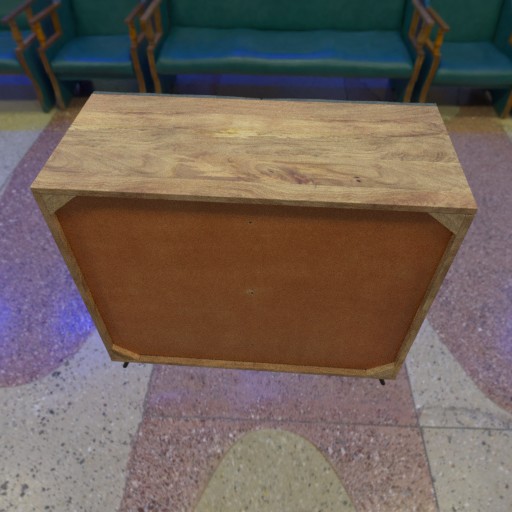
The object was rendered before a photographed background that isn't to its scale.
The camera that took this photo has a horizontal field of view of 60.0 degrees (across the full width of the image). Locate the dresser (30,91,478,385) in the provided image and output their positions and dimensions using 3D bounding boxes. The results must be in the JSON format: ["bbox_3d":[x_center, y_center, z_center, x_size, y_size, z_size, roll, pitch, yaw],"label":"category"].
[{"bbox_3d":[0.000,0.000,1.403,0.967,0.847,0.446,3,47,3],"label":"dresser"}]
